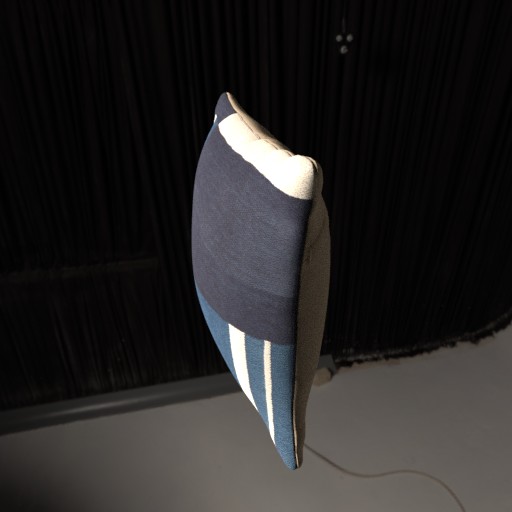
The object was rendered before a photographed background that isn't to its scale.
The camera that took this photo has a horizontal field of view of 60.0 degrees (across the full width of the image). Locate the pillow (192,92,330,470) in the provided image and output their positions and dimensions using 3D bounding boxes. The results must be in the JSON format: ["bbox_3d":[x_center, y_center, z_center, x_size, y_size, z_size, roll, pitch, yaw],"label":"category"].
[{"bbox_3d":[0.000,0.000,0.812,0.229,0.506,0.536,-7,31,-12],"label":"pillow"}]
